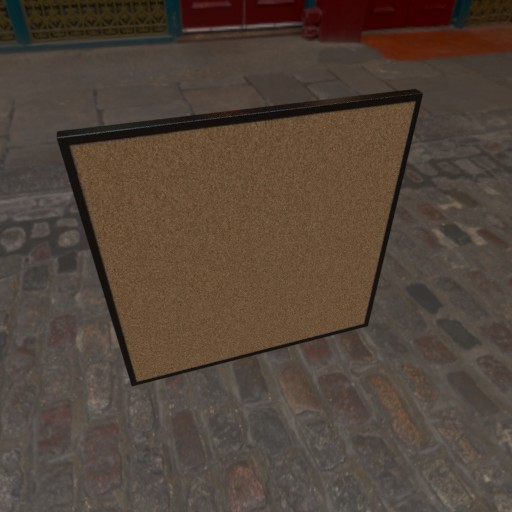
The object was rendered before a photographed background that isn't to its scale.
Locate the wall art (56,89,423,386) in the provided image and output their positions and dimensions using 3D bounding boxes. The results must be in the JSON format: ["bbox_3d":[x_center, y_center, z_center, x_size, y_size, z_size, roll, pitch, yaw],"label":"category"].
[{"bbox_3d":[0.000,0.000,0.522,0.349,0.349,0.014,-11,41,-14],"label":"wall art"}]
